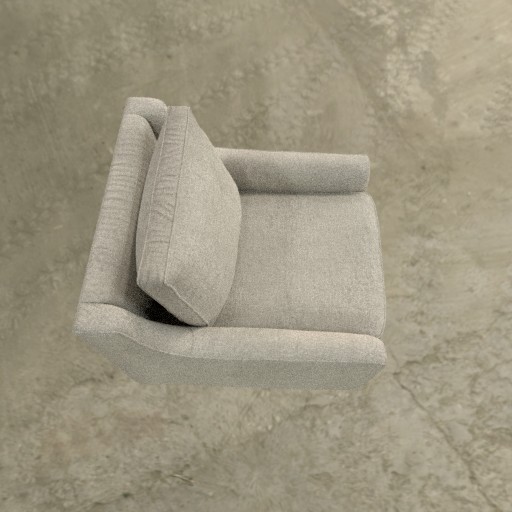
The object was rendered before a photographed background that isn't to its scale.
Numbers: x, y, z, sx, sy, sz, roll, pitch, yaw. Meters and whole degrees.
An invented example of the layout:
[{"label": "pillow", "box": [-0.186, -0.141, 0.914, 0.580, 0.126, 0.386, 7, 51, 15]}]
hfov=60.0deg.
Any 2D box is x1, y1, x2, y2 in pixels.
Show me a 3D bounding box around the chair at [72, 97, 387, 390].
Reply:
[{"label": "chair", "box": [0.000, 0.000, 1.604, 0.918, 0.864, 0.838, 2, 64, 1]}]
